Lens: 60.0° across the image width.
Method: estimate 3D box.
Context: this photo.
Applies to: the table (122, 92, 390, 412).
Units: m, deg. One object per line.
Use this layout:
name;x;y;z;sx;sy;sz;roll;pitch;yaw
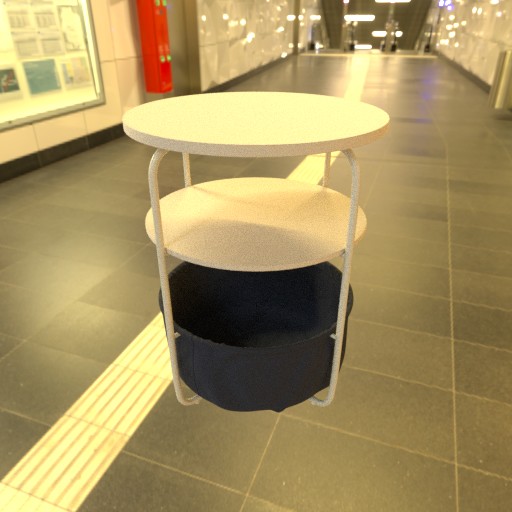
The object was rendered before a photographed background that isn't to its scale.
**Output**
table;0.000;0.000;0.844;0.418;0.532;0.418;0;29;1
